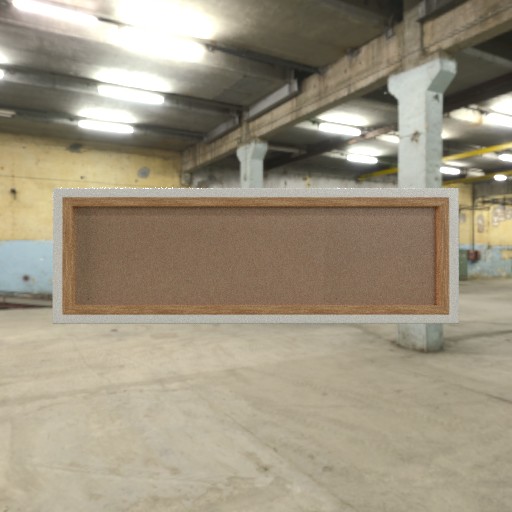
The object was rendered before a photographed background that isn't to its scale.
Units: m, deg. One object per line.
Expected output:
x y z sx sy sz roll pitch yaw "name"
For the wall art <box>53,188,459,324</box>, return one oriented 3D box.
0.000 0.000 0.853 0.766 0.256 0.036 0 0 0 "wall art"
